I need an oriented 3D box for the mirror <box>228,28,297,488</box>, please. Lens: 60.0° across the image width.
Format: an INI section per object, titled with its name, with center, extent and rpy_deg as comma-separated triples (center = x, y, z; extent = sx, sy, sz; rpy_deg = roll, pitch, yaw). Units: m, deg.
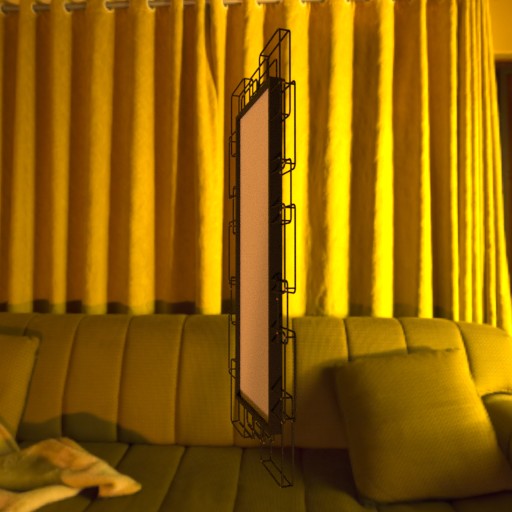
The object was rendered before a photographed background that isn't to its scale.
[mirror]
center = 0.000, 0.000, 1.385
extent = 0.037, 1.192, 0.565
rpy_deg = 0, -1, -18
